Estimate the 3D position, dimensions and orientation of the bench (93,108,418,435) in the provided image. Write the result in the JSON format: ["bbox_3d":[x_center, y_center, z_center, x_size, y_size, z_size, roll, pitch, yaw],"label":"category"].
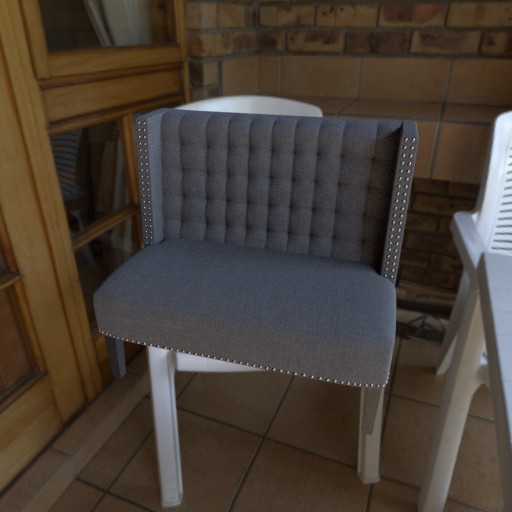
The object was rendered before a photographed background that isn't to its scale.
[{"bbox_3d":[0.000,0.000,2.031,1.276,1.121,0.842,8,29,14],"label":"bench"}]
